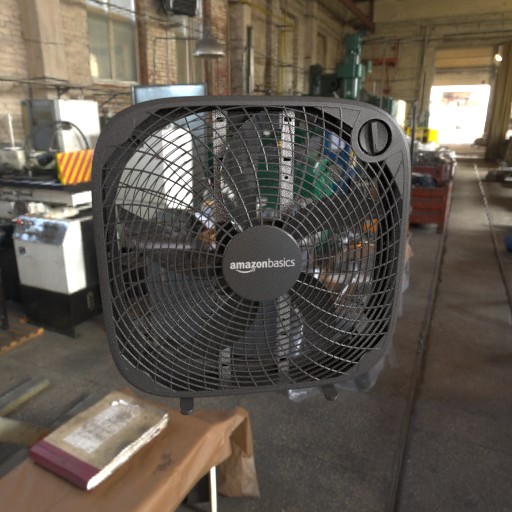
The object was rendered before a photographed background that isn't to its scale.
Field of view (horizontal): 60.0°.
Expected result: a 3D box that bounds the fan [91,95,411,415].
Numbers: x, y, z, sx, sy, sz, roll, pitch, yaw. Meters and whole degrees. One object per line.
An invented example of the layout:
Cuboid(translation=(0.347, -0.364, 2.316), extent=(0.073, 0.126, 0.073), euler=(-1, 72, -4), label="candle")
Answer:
Cuboid(translation=(0.000, 0.000, 0.788), extent=(0.526, 0.533, 0.142), euler=(-3, 17, -9), label="fan")
